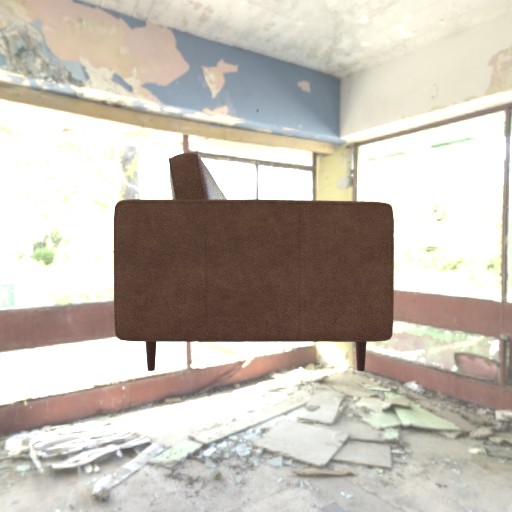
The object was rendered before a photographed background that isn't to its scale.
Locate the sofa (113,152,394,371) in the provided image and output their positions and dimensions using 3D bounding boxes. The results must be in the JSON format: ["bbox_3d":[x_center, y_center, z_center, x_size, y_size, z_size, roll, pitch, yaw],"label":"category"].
[{"bbox_3d":[0.000,0.000,2.304,0.910,0.760,1.870,0,2,0],"label":"sofa"}]
